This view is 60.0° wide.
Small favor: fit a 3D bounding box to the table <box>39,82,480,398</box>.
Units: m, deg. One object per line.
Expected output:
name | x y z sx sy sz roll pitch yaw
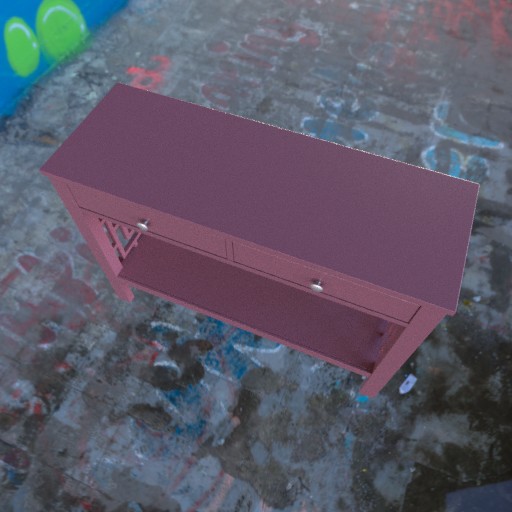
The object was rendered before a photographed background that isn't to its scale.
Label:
table | 0.000 0.000 1.456 1.068 0.753 0.397 19 60 12
